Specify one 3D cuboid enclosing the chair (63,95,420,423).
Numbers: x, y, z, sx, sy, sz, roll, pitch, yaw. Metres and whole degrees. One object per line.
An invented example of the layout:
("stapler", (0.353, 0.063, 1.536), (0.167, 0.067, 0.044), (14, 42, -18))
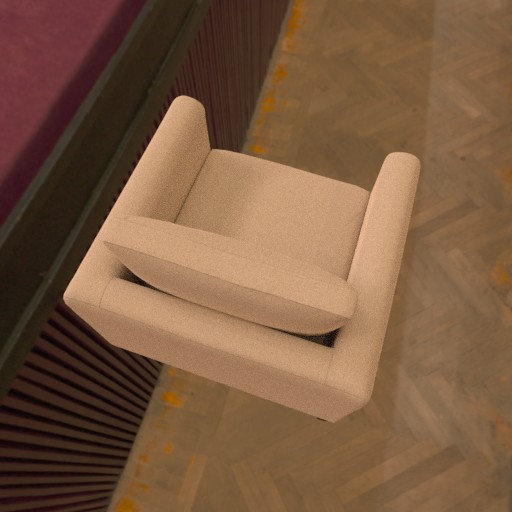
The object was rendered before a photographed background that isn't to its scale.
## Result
("chair", (0.000, 0.000, 1.676), (0.982, 0.915, 0.896), (17, 65, 8))
